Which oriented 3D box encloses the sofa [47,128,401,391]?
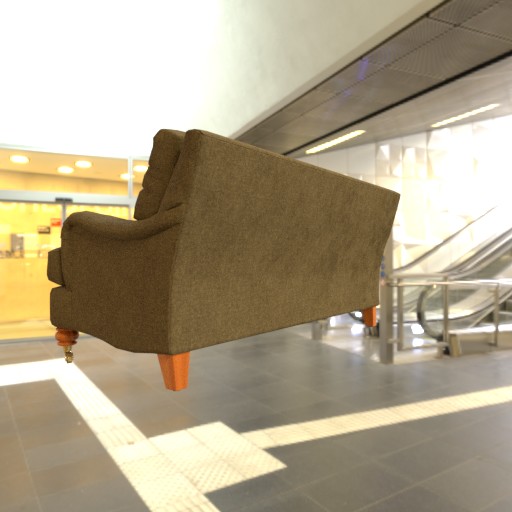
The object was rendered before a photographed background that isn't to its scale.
[{"bbox_3d":[0.000,0.000,2.729,1.087,1.054,2.160,0,0,37],"label":"sofa"}]
